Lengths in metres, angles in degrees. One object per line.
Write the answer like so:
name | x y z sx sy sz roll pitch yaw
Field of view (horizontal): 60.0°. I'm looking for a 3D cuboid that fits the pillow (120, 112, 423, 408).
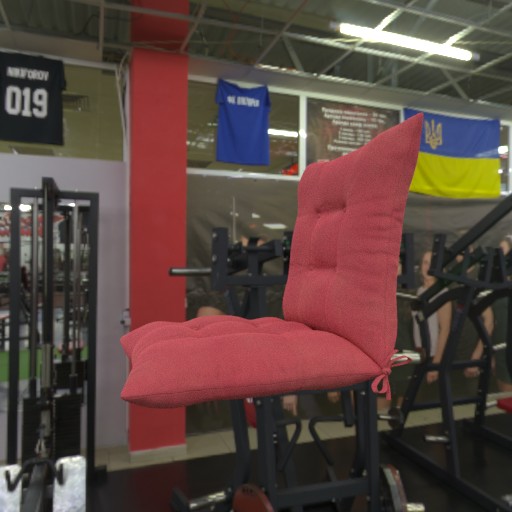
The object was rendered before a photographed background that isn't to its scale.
pillow | 0.000 0.000 0.991 0.585 0.536 0.541 0 0 -18
